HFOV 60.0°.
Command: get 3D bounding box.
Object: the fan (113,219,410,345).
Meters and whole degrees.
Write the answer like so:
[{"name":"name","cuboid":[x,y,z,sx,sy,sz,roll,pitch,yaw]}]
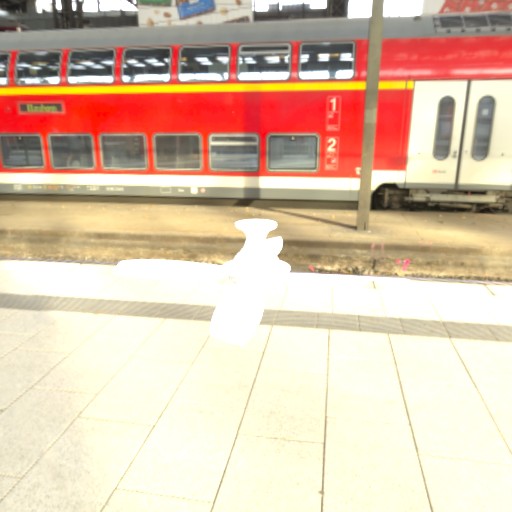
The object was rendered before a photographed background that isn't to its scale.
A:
[{"name":"fan","cuboid":[0.000,0.000,2.513,1.694,0.382,1.693,2,16,8]}]
